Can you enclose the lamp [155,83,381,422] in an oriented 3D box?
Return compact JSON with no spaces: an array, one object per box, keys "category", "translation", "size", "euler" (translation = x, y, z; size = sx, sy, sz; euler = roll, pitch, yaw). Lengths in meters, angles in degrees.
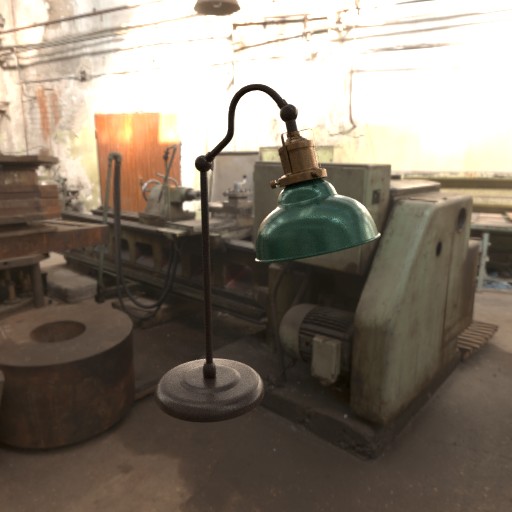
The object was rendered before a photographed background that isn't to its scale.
[{"category":"lamp","translation":[0.000,0.000,0.691],"size":[0.374,0.508,0.192],"euler":[6,13,27]}]
